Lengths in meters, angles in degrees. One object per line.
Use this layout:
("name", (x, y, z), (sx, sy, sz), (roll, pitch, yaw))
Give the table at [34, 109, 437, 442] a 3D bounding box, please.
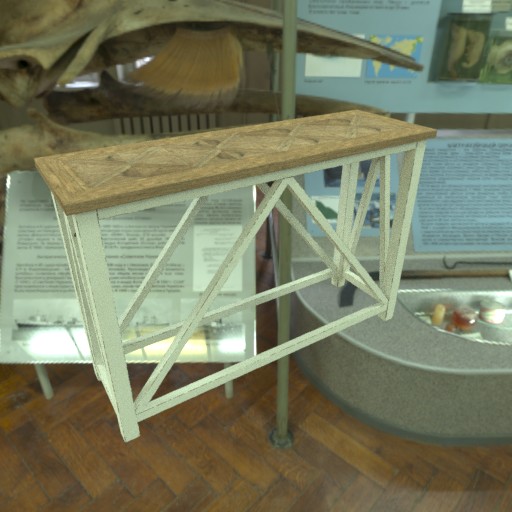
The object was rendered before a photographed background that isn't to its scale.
("table", (0.000, 0.000, 1.809), (1.400, 0.930, 0.450), (-17, 34, -28))
